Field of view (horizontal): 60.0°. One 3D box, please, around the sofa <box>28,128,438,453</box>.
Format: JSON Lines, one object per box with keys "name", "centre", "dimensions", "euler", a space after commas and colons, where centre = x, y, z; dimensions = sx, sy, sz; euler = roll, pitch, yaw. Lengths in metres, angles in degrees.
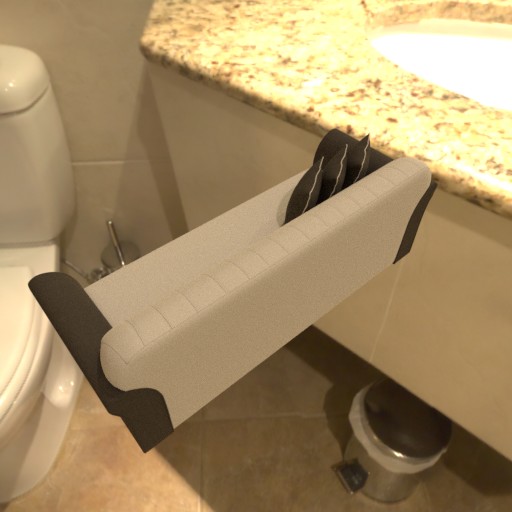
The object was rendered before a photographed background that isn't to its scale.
{"name": "sofa", "centre": [0.000, 0.000, 2.335], "dimensions": [2.001, 0.787, 0.755], "euler": [-31, 54, -27]}
